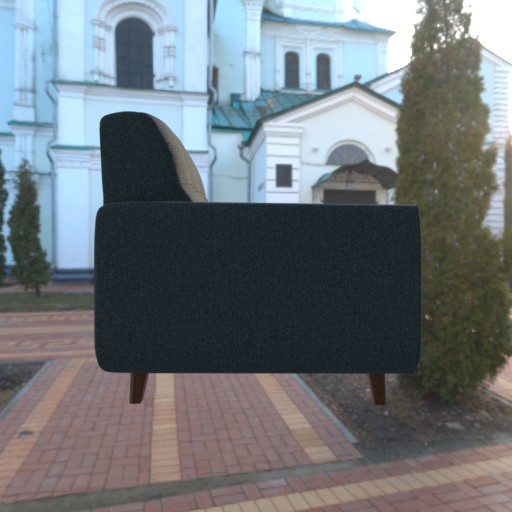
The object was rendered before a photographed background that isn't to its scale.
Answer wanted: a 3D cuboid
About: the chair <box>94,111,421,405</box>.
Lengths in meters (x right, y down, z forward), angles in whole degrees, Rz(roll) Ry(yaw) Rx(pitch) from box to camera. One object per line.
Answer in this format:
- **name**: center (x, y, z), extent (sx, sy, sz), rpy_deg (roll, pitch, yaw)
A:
- **chair**: center (0.000, 0.000, 1.676), extent (0.964, 0.940, 0.880), rpy_deg (0, 0, 1)
